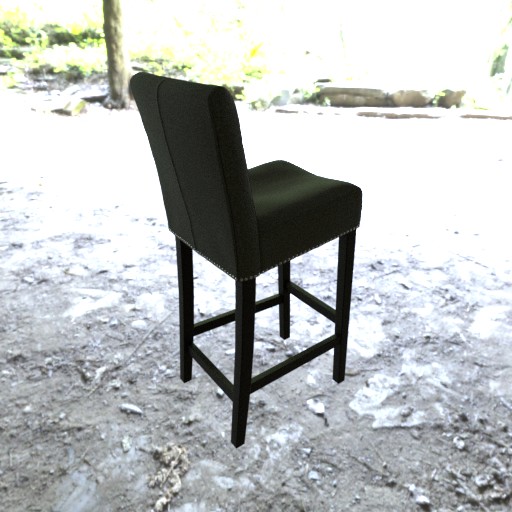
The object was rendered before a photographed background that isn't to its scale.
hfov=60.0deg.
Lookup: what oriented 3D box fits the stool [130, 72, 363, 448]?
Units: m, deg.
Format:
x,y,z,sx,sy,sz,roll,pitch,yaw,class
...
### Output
x,y,z,sx,sy,sz,roll,pitch,yaw,class
0.000,0.000,1.359,0.548,1.047,0.411,-19,33,-31,stool
